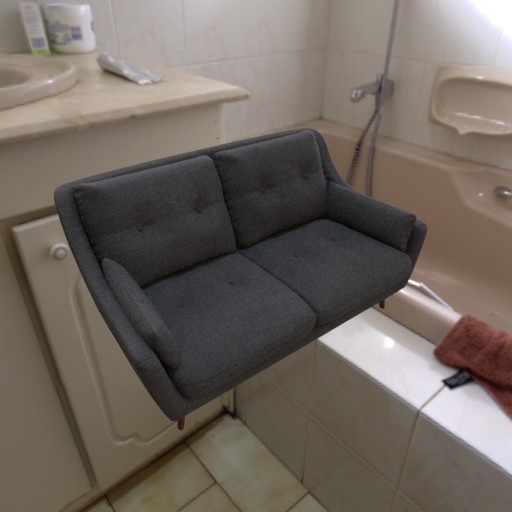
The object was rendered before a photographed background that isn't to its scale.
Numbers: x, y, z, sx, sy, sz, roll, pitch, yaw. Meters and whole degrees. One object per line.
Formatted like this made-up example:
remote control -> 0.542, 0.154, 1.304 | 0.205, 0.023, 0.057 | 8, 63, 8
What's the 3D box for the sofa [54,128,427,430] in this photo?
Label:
sofa -> 0.000, 0.000, 2.231 | 1.646, 0.887, 0.976 | -22, 38, -31
